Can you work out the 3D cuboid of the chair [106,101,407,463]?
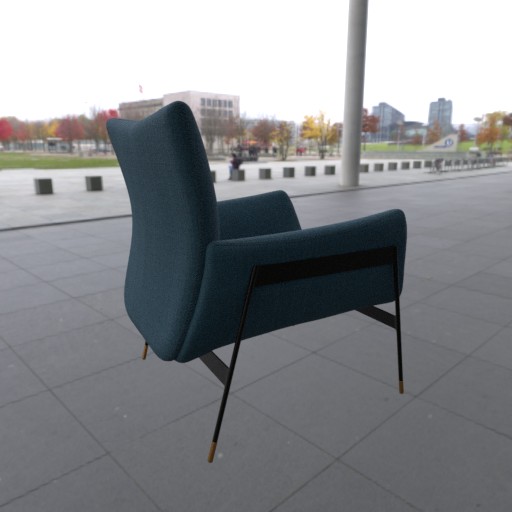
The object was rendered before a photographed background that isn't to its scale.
[{"bbox_3d":[0.000,0.000,1.419,0.769,0.859,0.678,-8,16,-28],"label":"chair"}]
